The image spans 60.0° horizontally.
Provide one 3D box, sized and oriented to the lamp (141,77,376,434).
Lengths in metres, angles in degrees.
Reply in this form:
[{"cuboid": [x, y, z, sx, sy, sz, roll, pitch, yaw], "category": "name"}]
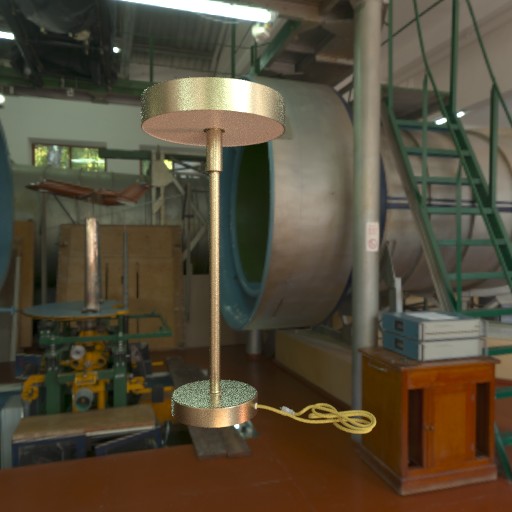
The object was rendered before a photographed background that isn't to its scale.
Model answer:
[{"cuboid": [0.000, 0.000, 0.699, 0.369, 0.508, 0.229, 0, 2, 17], "category": "lamp"}]
